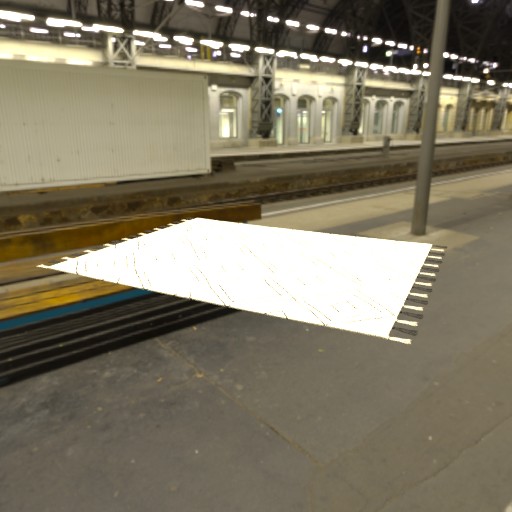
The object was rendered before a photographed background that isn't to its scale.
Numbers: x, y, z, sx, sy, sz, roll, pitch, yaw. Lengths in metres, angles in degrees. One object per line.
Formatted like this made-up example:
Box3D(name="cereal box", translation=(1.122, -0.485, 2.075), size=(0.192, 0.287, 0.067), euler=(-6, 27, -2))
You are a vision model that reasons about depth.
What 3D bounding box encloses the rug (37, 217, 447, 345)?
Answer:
Box3D(name="rug", translation=(0.000, 0.000, 4.243), size=(3.221, 0.026, 2.342), euler=(8, 19, 26))
